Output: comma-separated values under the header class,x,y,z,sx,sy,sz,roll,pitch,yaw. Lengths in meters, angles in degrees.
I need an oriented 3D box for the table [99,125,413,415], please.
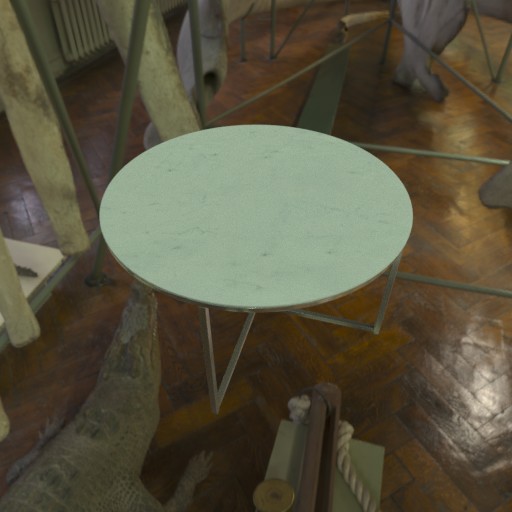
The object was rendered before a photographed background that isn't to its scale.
class,x,y,z,sx,sy,sz,roll,pitch,yaw
table,0.000,0.000,1.318,0.800,0.450,0.800,0,42,0
